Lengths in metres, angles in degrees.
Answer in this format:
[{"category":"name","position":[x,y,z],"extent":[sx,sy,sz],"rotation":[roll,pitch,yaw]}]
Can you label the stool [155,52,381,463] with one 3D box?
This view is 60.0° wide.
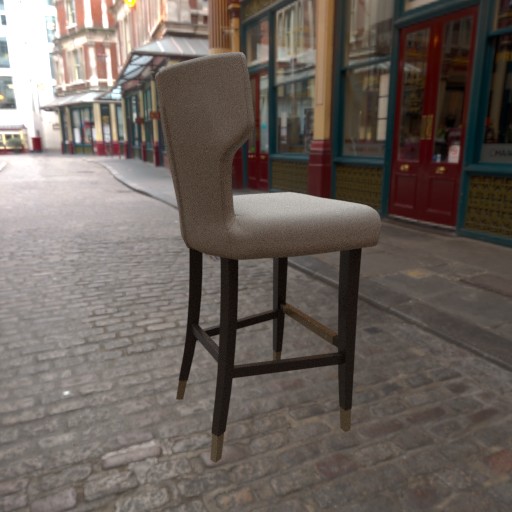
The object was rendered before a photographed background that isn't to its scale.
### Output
[{"category":"stool","position":[0.000,0.000,1.406],"extent":[0.563,1.092,0.526],"rotation":[-7,15,-25]}]
